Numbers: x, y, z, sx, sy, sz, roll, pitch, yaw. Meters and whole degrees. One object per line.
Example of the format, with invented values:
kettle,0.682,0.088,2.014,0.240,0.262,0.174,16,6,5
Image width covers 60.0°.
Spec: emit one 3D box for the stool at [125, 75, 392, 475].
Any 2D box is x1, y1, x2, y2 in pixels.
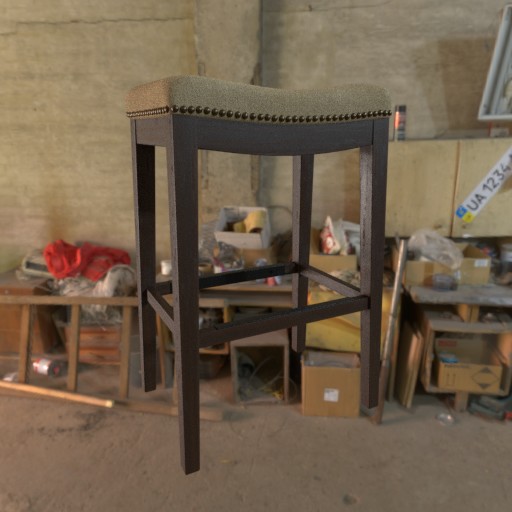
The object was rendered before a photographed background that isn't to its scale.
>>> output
stool,0.000,0.000,1.056,0.509,0.768,0.363,-8,18,-26
